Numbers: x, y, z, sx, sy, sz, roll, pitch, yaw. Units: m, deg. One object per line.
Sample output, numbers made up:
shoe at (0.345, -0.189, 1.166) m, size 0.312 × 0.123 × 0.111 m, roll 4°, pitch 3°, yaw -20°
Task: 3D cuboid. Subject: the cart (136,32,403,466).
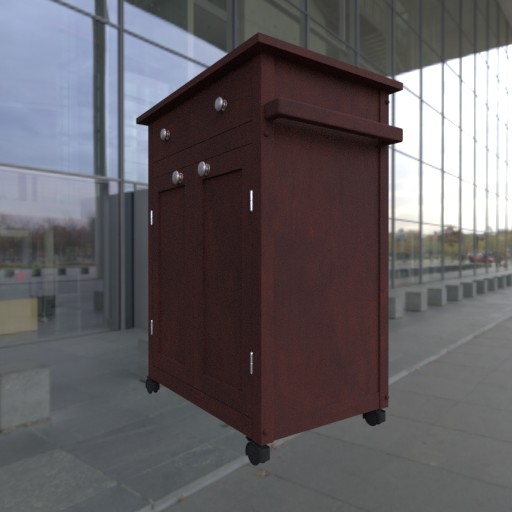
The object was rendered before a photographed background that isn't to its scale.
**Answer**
cart at (0.000, 0.000, 1.243) m, size 0.442 × 0.864 × 0.683 m, roll 0°, pitch 0°, yaw -35°
